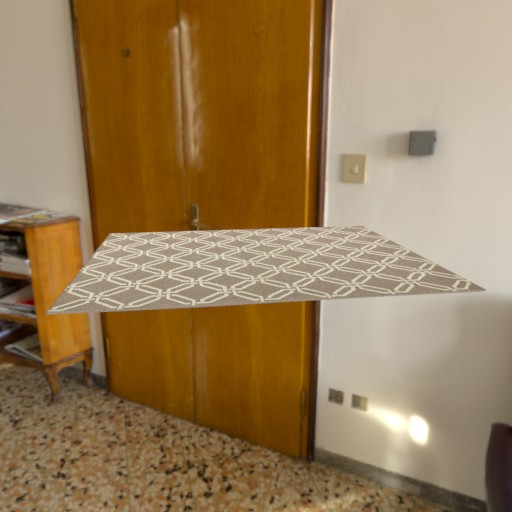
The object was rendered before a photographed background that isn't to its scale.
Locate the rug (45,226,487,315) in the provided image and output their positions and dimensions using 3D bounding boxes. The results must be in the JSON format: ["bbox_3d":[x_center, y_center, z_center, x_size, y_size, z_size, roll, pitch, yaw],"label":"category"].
[{"bbox_3d":[0.000,0.000,3.953,2.895,0.018,2.288,-2,15,-8],"label":"rug"}]
